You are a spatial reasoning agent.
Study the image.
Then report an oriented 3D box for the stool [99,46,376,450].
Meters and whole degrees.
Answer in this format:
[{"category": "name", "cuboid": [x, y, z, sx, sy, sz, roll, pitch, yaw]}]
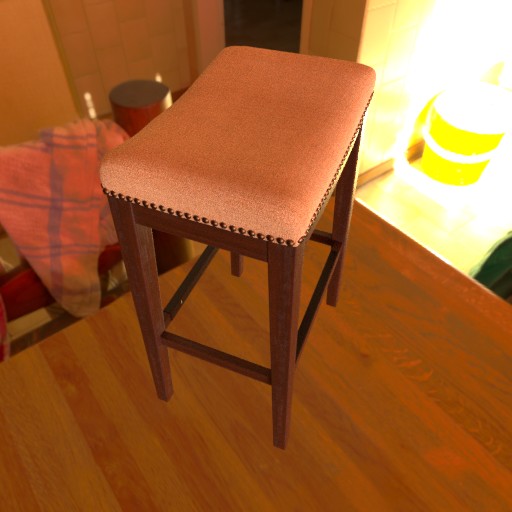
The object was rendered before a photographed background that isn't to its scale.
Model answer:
[{"category": "stool", "cuboid": [0.000, 0.000, 1.033, 0.363, 0.768, 0.509, 16, 49, 15]}]
